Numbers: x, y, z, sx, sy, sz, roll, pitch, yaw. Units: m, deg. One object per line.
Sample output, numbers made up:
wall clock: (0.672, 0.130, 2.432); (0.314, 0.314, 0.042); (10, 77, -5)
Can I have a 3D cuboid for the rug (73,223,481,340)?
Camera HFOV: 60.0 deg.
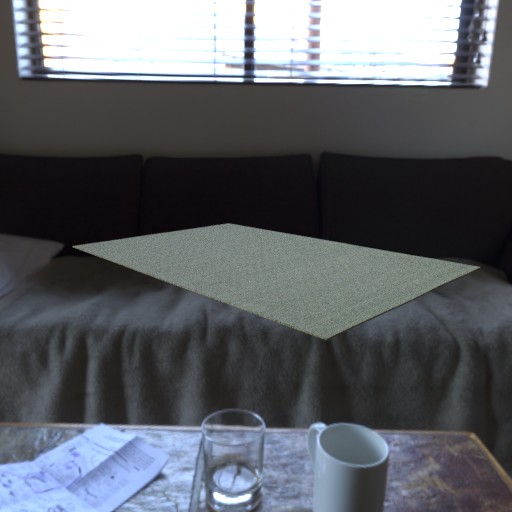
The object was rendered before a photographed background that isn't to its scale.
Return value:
rug: (0.000, 0.000, 2.229); (1.143, 0.006, 1.747); (-13, 18, -43)
